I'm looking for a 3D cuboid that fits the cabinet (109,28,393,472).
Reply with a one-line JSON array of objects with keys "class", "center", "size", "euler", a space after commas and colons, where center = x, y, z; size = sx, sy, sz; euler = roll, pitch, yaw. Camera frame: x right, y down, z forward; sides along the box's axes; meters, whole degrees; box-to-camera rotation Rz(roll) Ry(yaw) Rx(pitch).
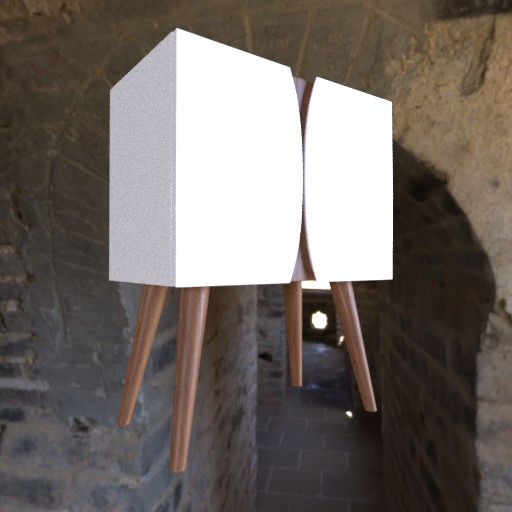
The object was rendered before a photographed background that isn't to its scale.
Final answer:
[{"class": "cabinet", "center": [0.000, 0.000, 1.062], "size": [0.591, 0.772, 0.344], "euler": [1, -1, -36]}]
